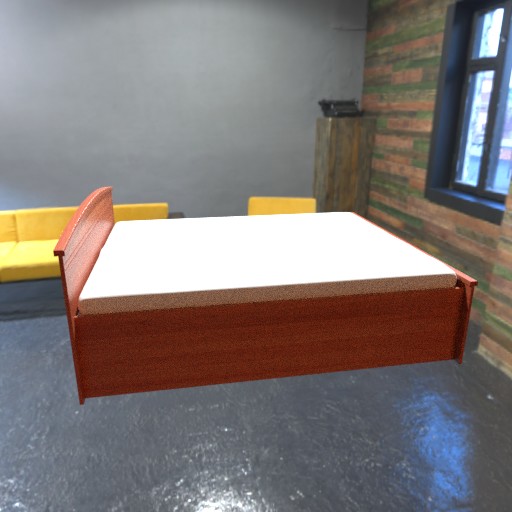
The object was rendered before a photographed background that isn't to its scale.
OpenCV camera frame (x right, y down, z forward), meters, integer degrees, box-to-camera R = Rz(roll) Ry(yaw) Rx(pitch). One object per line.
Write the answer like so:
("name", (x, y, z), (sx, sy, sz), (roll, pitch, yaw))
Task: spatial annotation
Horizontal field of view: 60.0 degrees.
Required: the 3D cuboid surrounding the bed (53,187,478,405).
("bed", (0.000, 0.000, 2.948), (2.053, 0.848, 1.683), (-3, 18, -10))
